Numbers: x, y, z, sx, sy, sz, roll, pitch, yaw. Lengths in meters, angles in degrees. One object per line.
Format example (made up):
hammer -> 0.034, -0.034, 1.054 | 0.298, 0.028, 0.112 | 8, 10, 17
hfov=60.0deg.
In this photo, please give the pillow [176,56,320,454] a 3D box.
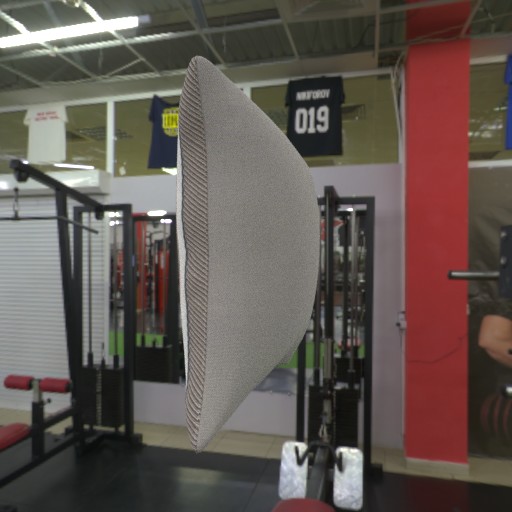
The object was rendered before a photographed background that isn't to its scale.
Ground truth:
pillow -> 0.000, 0.000, 0.636 | 0.173, 0.401, 0.416 | 0, 0, 17
